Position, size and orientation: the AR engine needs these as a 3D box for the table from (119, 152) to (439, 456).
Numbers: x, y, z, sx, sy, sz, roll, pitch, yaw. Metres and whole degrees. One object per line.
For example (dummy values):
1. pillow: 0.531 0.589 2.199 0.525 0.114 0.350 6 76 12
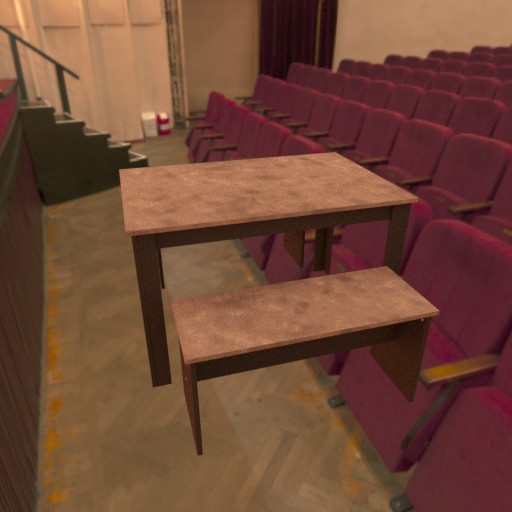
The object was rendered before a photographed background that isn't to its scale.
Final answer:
1. table: 0.000 0.000 2.041 1.100 0.700 1.443 -8 28 -15
